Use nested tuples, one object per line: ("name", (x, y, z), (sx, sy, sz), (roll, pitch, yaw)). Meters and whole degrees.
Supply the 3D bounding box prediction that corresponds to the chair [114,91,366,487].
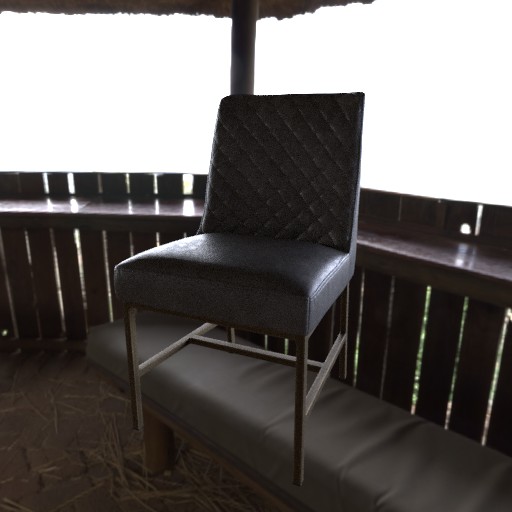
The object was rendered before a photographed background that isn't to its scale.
("chair", (0.000, 0.000, 1.217), (0.508, 0.889, 0.587), (7, 17, 24))
